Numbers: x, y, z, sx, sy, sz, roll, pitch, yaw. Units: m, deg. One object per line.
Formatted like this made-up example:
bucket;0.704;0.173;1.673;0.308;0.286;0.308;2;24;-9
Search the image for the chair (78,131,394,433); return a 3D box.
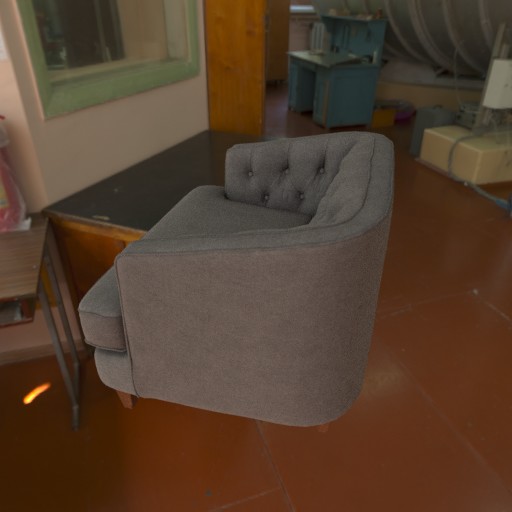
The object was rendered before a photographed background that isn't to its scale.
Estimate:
chair;0.000;0.000;1.749;0.941;0.852;1.104;8;32;13
